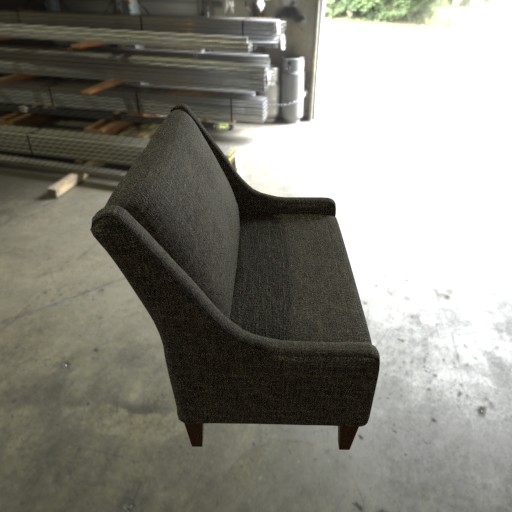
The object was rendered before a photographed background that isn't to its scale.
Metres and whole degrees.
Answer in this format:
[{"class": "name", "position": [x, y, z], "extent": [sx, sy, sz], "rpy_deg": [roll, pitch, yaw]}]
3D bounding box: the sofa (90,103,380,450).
[{"class": "sofa", "position": [0.000, 0.000, 1.936], "extent": [0.870, 1.021, 1.242], "rpy_deg": [1, 33, 1]}]
